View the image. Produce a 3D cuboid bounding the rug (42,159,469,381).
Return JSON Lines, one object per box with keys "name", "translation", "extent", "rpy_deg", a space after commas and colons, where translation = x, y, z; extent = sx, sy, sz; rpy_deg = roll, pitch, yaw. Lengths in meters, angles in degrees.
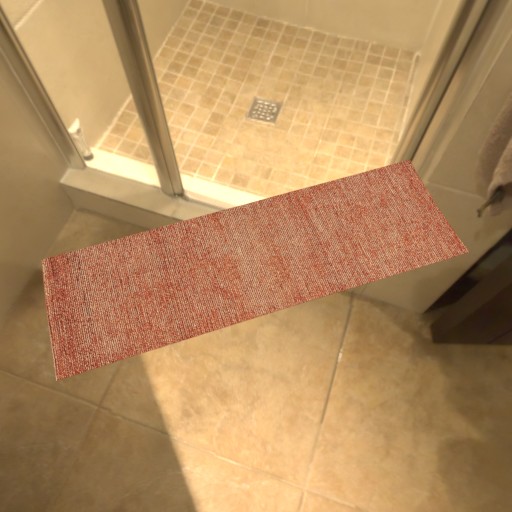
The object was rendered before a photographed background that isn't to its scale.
{"name": "rug", "translation": [0.000, 0.000, 2.542], "extent": [2.353, 0.013, 0.718], "rpy_deg": [-16, 64, -8]}
